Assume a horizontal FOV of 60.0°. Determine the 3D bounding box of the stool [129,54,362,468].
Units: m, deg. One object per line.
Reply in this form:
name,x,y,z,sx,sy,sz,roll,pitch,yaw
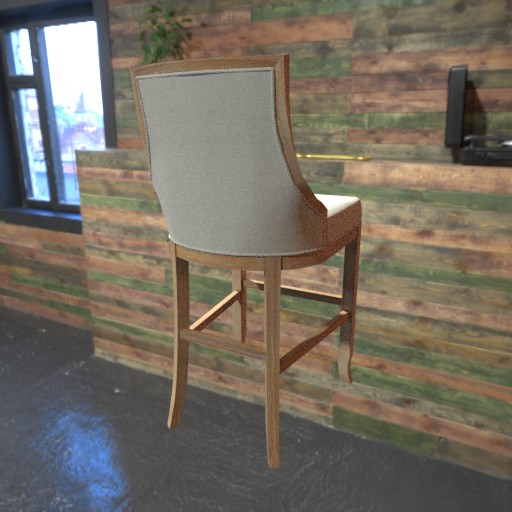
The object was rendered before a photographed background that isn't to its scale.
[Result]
stool,0.000,0.000,1.426,0.524,1.101,0.626,8,18,27
